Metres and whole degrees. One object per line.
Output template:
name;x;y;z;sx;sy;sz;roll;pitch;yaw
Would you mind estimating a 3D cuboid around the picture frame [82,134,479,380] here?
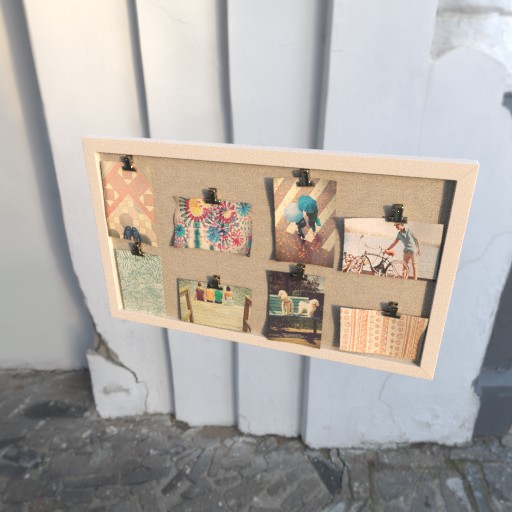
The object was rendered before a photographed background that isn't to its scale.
picture frame;0.000;0.000;0.783;0.647;0.379;0.044;8;27;16
